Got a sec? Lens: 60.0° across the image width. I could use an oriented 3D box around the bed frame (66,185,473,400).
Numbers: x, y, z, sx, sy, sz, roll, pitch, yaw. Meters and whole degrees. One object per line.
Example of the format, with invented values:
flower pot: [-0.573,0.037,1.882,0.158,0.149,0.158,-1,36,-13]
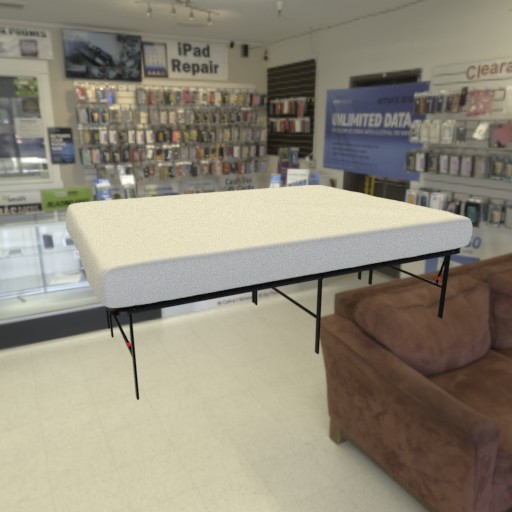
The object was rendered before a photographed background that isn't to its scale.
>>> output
bed frame: [0.000,0.000,2.870,2.151,0.667,1.584,-8,19,-25]
